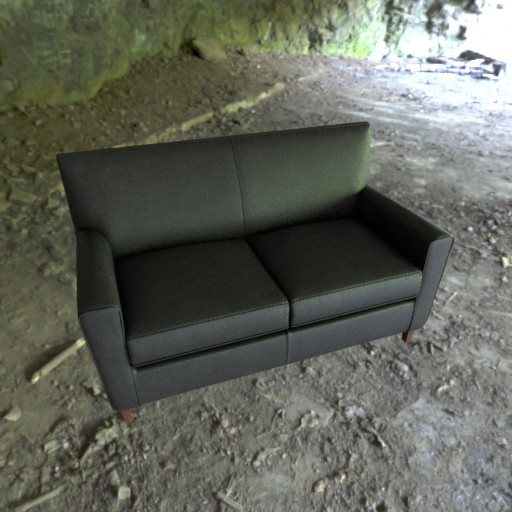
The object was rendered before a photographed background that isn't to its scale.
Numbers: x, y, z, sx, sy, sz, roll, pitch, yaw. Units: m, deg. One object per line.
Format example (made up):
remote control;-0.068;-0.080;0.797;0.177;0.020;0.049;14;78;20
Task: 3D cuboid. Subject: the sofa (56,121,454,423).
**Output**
sofa;0.000;0.000;1.962;1.473;0.871;0.787;-11;33;-17
